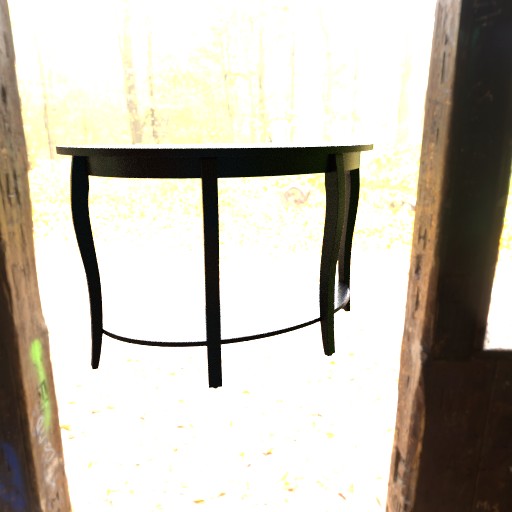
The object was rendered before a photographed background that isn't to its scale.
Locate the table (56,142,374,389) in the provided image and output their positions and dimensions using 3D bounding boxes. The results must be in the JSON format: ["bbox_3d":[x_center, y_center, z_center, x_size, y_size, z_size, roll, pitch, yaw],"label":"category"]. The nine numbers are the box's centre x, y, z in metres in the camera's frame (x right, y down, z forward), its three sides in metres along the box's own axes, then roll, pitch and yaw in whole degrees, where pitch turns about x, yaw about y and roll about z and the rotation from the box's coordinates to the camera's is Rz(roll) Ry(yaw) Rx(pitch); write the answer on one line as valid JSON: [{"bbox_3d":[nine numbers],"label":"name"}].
[{"bbox_3d":[0.000,0.000,1.605,1.219,0.780,0.394,-8,18,-26],"label":"table"}]
